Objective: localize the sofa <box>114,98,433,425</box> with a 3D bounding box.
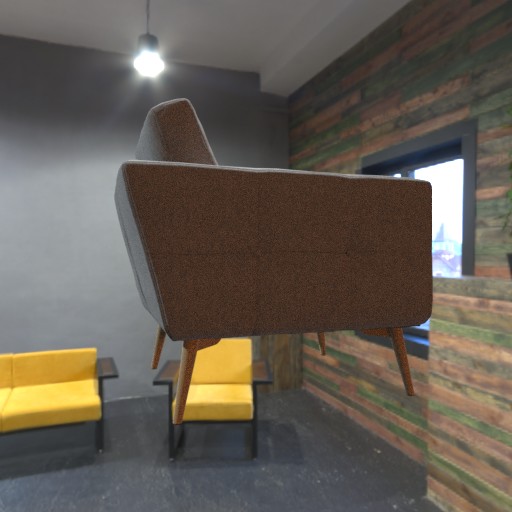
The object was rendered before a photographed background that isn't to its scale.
[{"bbox_3d":[0.000,0.000,1.520,0.920,0.860,0.770,0,0,-19],"label":"sofa"}]
